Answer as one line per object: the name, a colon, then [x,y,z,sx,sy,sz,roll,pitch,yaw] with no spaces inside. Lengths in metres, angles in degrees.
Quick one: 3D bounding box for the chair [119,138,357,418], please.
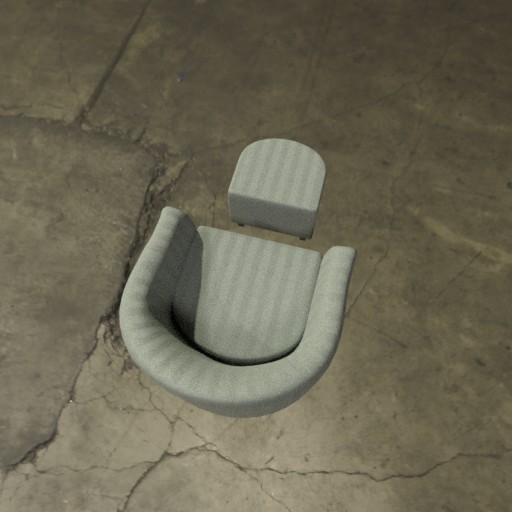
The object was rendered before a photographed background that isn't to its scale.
chair: [0.000,0.000,1.825,0.756,0.757,1.288,13,65,6]
